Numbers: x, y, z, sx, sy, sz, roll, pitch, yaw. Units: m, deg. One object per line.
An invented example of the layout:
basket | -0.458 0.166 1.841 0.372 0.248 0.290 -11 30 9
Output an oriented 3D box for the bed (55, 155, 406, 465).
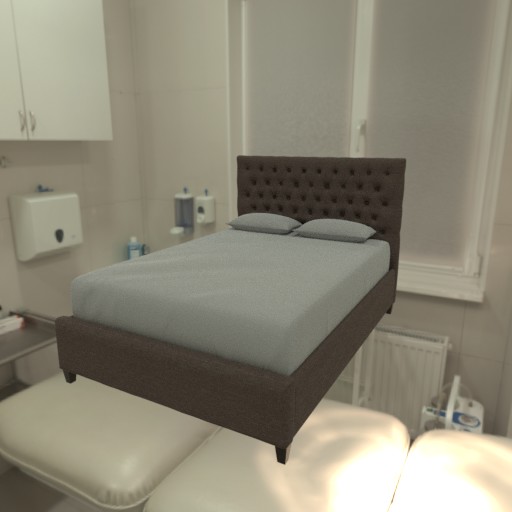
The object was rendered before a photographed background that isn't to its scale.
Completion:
bed | 0.000 0.000 3.396 1.698 1.427 2.387 8 16 28
